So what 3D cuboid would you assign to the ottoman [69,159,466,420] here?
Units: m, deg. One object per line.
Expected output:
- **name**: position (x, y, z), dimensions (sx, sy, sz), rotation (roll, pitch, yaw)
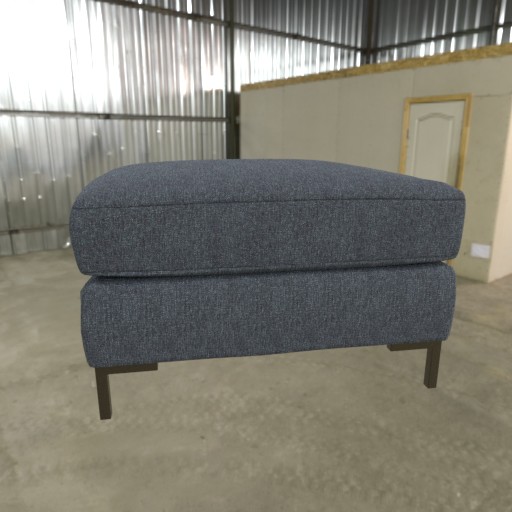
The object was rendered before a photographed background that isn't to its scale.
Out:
- **ottoman**: position (0.000, 0.000, 1.264), dimensions (0.831, 0.533, 0.695), rotation (-2, 16, -9)
